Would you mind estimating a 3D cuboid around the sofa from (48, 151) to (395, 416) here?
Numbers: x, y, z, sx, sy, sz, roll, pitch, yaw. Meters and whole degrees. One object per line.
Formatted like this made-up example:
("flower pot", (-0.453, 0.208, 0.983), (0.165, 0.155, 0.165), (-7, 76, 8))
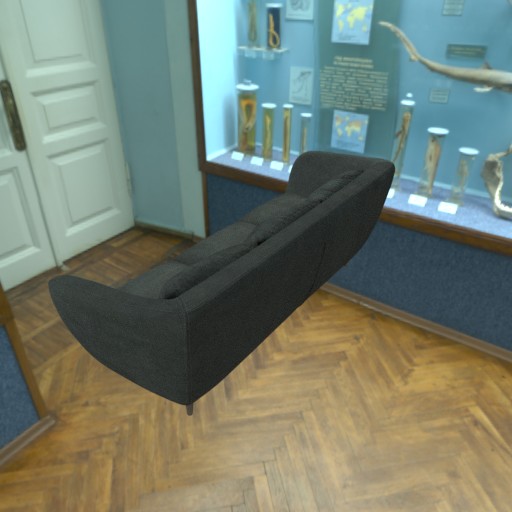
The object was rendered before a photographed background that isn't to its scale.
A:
("sofa", (0.000, 0.000, 2.772), (0.956, 0.875, 2.296), (21, 37, 31))
